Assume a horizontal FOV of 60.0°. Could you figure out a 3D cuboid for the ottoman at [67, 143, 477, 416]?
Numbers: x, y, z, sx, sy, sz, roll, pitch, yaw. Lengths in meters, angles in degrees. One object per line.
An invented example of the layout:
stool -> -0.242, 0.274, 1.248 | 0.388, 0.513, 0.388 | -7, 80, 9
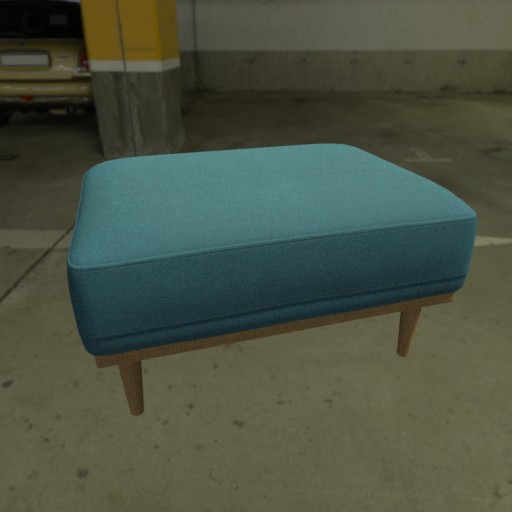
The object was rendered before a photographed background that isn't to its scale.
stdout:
ottoman -> 0.000, 0.000, 1.028 | 0.749, 0.428, 0.549 | -8, 28, -15
